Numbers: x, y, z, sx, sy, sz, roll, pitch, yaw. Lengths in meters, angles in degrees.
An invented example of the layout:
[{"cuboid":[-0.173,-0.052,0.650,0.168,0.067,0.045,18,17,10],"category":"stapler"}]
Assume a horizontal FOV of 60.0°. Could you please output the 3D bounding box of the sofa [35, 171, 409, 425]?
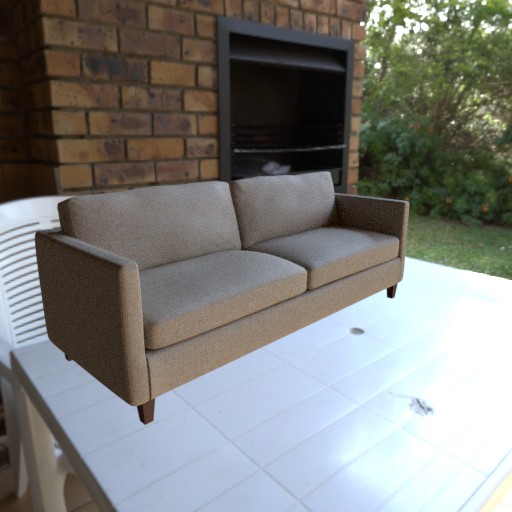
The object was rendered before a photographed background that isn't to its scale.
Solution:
[{"cuboid":[0.000,0.000,2.915,0.951,0.965,2.434,15,21,43],"category":"sofa"}]
